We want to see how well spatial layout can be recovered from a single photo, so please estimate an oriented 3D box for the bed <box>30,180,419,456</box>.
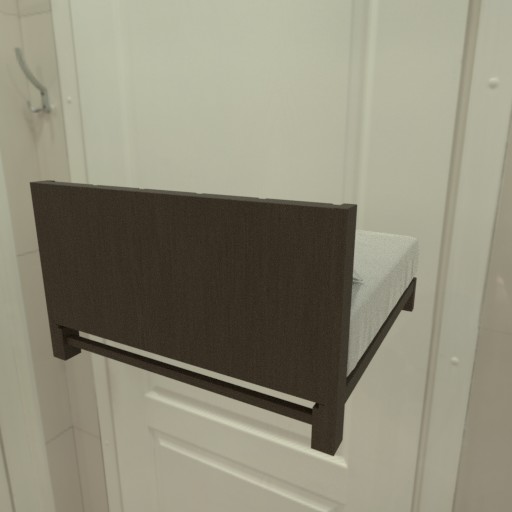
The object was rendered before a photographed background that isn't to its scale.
[{"bbox_3d":[0.000,0.000,3.503,2.143,1.261,2.238,9,18,28],"label":"bed"}]
